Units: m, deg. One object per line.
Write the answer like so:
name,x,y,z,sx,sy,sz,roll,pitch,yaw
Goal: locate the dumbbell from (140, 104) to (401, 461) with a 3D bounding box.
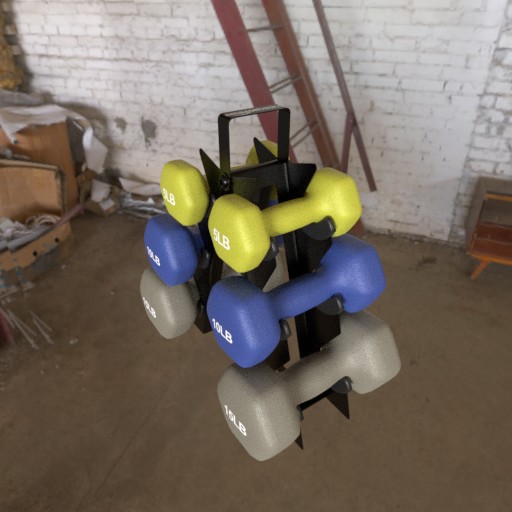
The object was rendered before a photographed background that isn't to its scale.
dumbbell,0.000,0.000,0.664,0.261,0.426,0.416,-20,37,-29
